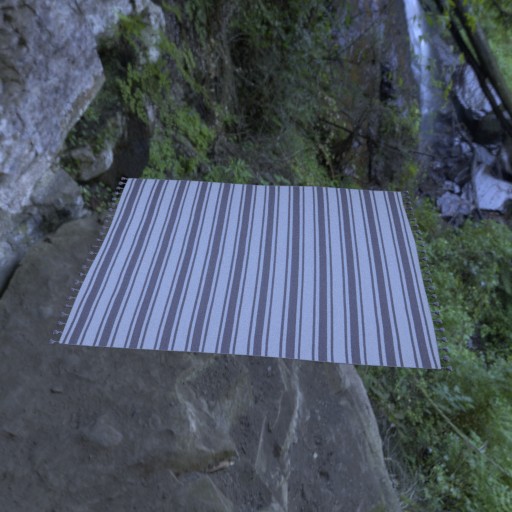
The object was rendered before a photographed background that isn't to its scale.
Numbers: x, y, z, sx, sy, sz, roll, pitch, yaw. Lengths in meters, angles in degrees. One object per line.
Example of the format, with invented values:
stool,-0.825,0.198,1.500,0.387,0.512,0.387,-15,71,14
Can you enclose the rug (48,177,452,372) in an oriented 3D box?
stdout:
rug,0.000,0.000,3.953,3.040,0.017,2.030,3,48,3
